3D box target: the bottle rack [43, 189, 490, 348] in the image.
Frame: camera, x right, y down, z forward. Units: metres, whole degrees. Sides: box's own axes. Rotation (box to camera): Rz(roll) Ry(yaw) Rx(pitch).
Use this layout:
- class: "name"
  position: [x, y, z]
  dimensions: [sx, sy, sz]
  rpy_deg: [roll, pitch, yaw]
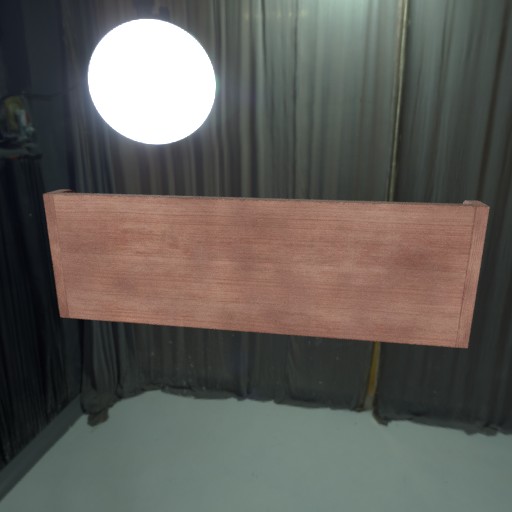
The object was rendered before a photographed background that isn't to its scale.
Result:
- class: "bottle rack"
  position: [0.000, 0.000, 0.685]
  dimensions: [0.608, 0.196, 0.126]
  rpy_deg: [3, 17, 9]
